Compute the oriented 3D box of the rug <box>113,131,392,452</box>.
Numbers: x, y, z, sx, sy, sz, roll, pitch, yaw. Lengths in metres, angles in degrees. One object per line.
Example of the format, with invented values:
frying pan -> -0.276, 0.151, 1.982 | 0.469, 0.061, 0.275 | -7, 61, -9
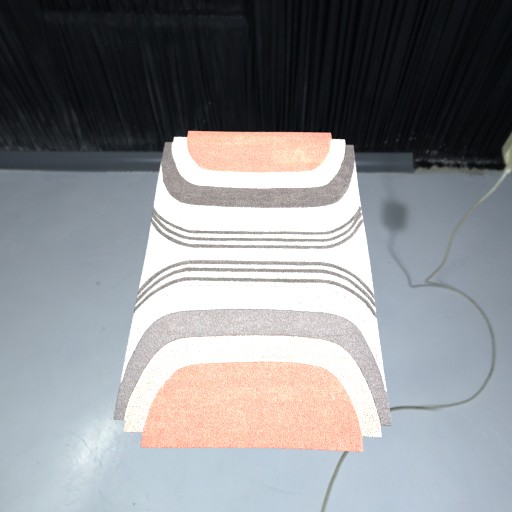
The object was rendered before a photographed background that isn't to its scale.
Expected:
rug -> 0.000, 0.000, 3.008 | 1.530, 0.017, 2.446 | 1, 57, 1
